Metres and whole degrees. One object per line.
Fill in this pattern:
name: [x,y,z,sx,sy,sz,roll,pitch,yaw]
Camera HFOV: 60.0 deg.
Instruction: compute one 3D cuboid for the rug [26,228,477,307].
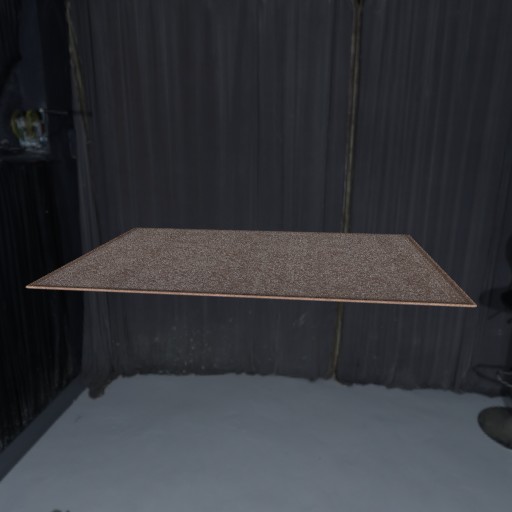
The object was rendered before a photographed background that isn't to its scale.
rug: [0.000,0.000,2.948,2.286,0.011,1.524,2,16,7]
